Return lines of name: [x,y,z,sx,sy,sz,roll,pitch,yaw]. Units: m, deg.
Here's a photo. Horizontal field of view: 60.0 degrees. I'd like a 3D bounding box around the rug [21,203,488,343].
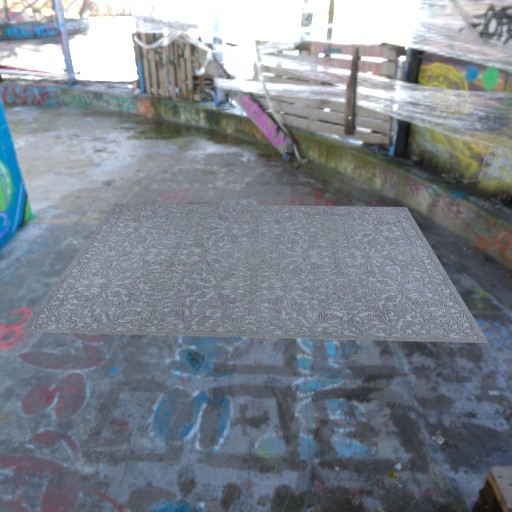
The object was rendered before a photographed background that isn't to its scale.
rug: [0.000,0.000,2.255,1.827,0.006,1.221,1,31,2]
